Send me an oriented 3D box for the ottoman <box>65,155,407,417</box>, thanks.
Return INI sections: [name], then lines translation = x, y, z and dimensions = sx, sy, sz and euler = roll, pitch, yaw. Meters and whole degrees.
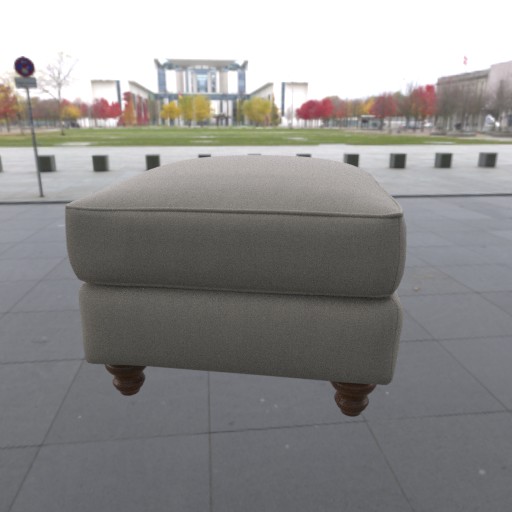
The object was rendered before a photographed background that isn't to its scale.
[ottoman]
translation = 0.000, 0.000, 1.155
dimensions = 0.662, 0.505, 0.716
euler = 2, 17, 8
